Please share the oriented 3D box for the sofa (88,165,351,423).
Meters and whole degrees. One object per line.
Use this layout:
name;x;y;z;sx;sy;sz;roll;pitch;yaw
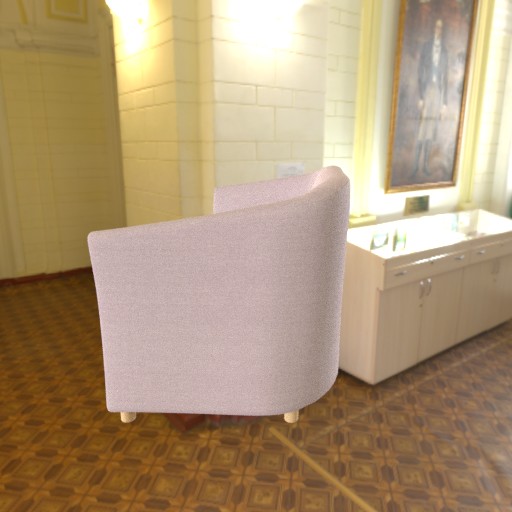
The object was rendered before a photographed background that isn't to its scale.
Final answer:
sofa;0.000;0.000;1.861;0.705;0.721;1.452;2;14;8
